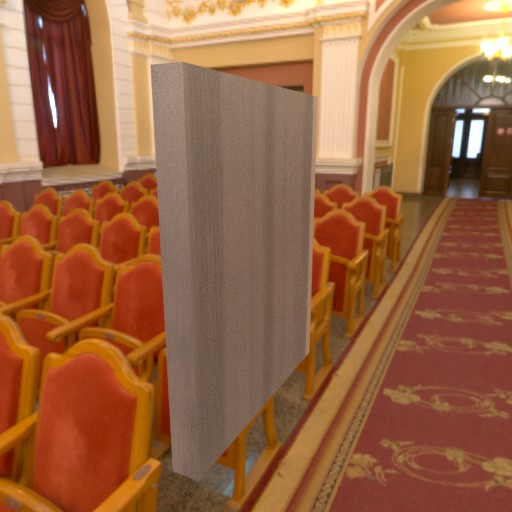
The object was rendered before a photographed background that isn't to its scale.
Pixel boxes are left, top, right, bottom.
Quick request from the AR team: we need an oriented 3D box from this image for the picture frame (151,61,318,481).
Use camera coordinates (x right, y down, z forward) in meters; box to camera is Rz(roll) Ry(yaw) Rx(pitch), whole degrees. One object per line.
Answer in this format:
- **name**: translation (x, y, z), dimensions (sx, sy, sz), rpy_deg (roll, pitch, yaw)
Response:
- **picture frame**: translation (0.000, 0.000, 0.766), dimensions (0.046, 0.555, 0.449), rpy_deg (7, 16, 26)
